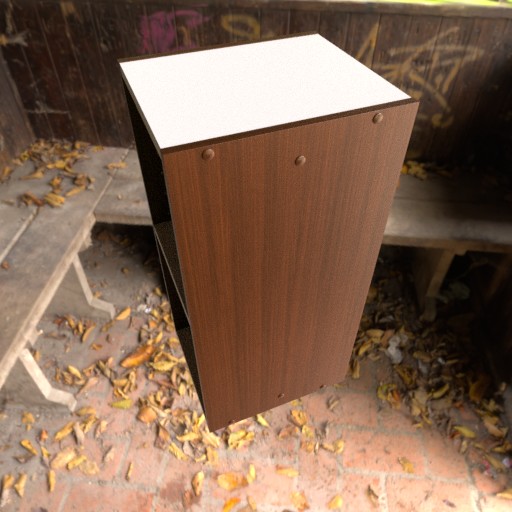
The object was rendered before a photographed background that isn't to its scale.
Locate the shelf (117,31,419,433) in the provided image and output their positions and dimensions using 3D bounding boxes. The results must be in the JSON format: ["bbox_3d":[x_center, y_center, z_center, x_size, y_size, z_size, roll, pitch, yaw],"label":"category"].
[{"bbox_3d":[0.000,0.000,0.745,0.290,0.600,0.253,-16,47,-16],"label":"shelf"}]
